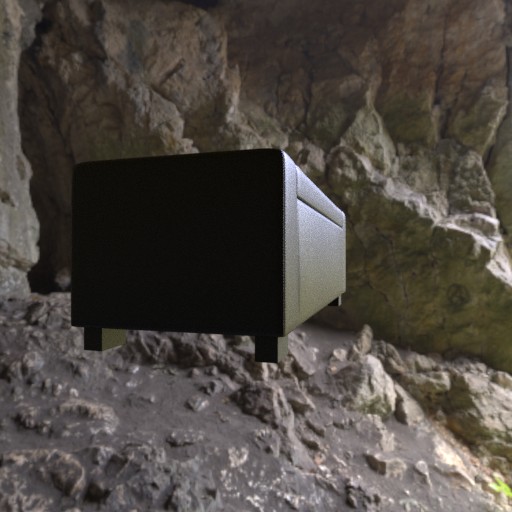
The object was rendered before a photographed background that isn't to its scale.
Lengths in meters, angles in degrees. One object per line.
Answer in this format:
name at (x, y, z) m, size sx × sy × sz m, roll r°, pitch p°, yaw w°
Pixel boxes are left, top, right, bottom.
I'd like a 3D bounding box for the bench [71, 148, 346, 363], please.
bench at (0.000, 0.000, 1.555) m, size 0.508 × 0.445 × 1.296 m, roll 0°, pitch 0°, yaw 17°
